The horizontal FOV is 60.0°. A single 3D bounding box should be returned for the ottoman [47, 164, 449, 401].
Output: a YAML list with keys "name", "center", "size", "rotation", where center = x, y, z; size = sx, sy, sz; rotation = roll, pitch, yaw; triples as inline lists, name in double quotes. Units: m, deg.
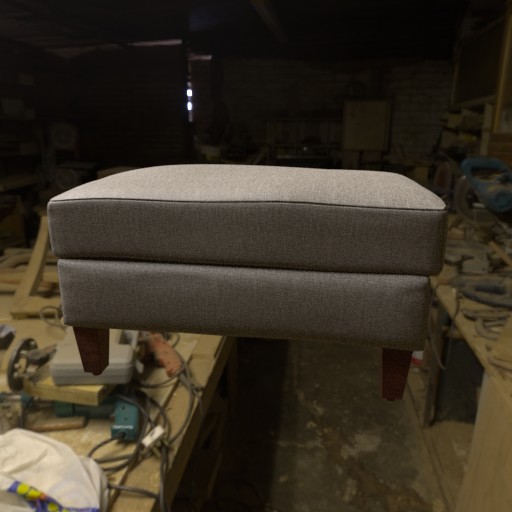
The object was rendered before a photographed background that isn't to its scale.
- name: "ottoman"
  center: [0.000, 0.000, 1.244]
  size: [0.873, 0.494, 0.639]
  rotation: [2, 17, 8]
